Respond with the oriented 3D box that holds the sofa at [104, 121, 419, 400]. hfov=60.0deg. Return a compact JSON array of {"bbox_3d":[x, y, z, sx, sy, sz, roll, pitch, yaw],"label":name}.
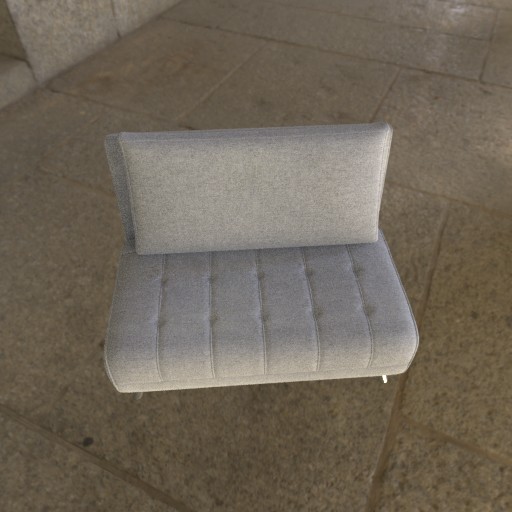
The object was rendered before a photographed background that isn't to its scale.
[{"bbox_3d":[0.000,0.000,1.877,1.220,0.910,0.910,-3,48,-3],"label":"sofa"}]
